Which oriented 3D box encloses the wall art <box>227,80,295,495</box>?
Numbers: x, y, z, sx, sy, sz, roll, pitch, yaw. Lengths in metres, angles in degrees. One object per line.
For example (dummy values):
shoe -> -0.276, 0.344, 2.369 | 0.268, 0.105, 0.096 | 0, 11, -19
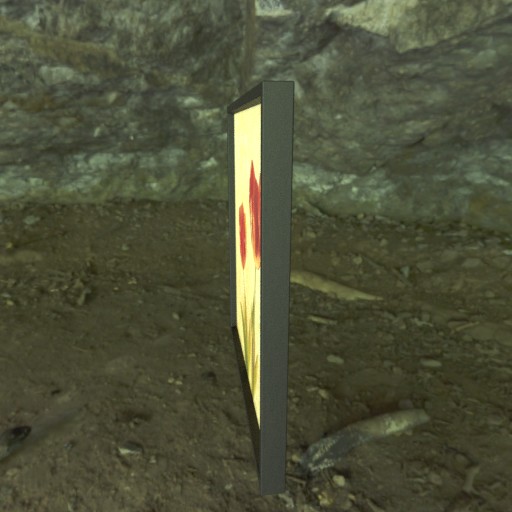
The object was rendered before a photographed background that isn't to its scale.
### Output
wall art -> 0.000, 0.000, 0.520 | 0.038, 0.349, 0.349 | -2, 16, -7
